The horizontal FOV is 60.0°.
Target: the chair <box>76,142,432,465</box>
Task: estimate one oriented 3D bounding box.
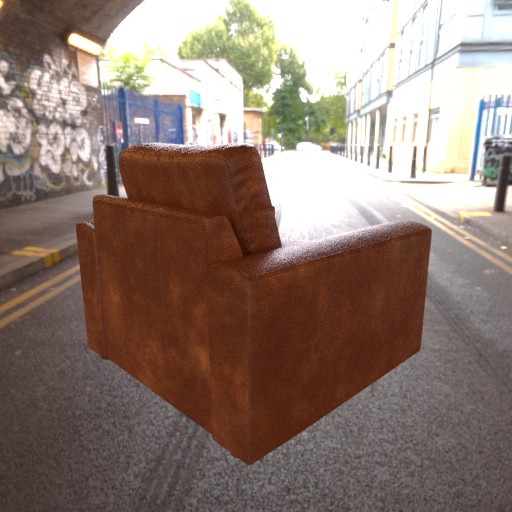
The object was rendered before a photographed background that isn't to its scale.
[{"bbox_3d":[0.000,0.000,1.762,1.016,0.873,1.005,-14,20,-42],"label":"chair"}]
